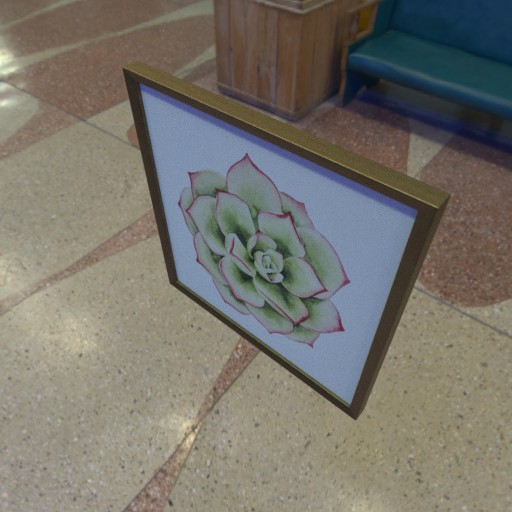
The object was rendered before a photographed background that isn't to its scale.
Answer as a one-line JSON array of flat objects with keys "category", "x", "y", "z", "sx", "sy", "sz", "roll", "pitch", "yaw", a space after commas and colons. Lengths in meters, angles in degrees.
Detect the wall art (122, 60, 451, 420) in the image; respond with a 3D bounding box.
[{"category": "wall art", "x": 0.000, "y": 0.000, "z": 0.744, "sx": 0.503, "sy": 0.506, "sz": 0.031, "roll": 32, "pitch": 54, "yaw": 26}]
